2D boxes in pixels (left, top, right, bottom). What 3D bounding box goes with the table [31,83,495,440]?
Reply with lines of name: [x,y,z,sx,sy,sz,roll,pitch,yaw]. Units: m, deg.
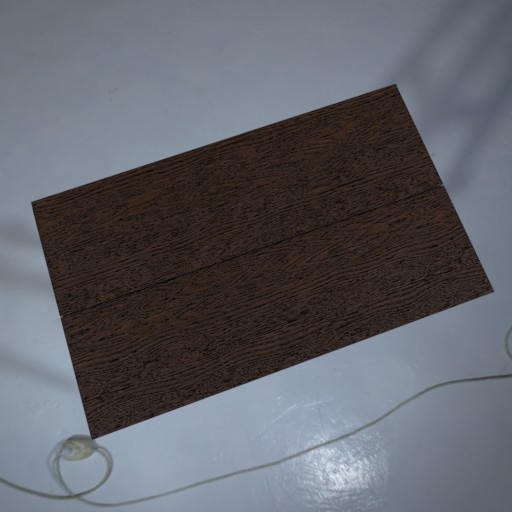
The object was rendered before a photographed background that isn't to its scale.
table: [0.000,0.000,1.451,1.167,0.361,0.719,-19,78,-4]
